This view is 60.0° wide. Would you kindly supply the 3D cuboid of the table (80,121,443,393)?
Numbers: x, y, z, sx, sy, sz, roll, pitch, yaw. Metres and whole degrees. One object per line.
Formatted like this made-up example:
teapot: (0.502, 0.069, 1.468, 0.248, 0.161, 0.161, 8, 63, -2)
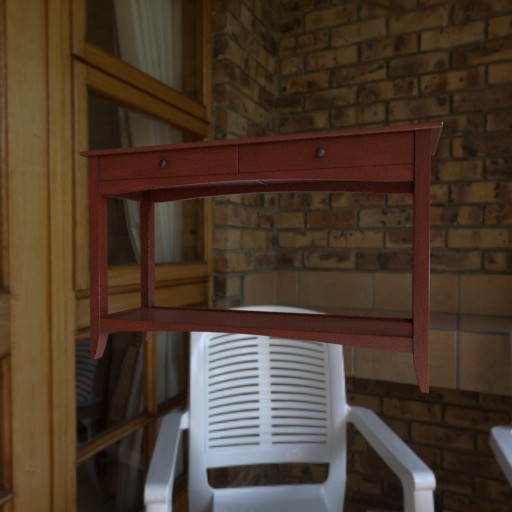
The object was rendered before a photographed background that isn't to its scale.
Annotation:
table: (0.000, 0.000, 1.569, 1.188, 0.739, 0.392, 0, 1, 19)
